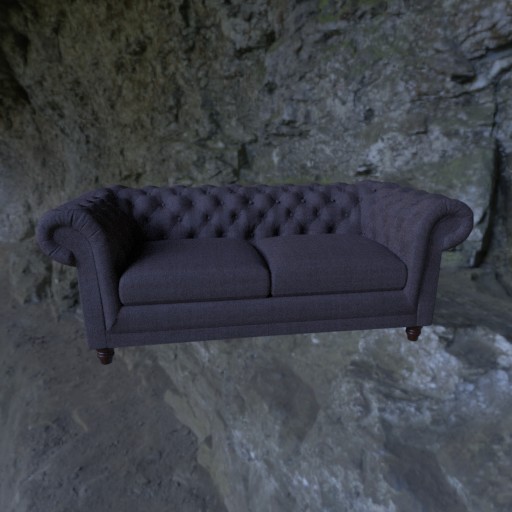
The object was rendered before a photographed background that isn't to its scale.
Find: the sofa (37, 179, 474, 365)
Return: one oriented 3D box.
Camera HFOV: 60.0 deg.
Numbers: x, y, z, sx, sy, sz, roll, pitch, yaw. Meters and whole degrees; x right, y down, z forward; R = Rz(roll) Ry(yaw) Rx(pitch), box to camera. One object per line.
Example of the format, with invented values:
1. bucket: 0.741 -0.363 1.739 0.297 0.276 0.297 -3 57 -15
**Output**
1. sofa: 0.000 0.000 2.525 2.048 0.780 0.944 -2 15 -9
